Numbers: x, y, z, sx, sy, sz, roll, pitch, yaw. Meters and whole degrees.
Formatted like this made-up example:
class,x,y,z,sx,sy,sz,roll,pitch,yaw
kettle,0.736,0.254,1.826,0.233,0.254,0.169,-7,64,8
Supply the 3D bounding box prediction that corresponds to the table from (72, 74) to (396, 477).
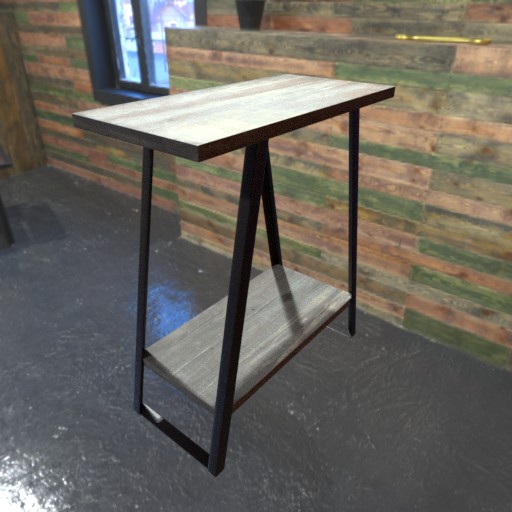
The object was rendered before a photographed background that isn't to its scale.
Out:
class,x,y,z,sx,sy,sz,roll,pitch,yaw
table,0.000,0.000,1.026,0.300,0.701,0.599,22,37,33
